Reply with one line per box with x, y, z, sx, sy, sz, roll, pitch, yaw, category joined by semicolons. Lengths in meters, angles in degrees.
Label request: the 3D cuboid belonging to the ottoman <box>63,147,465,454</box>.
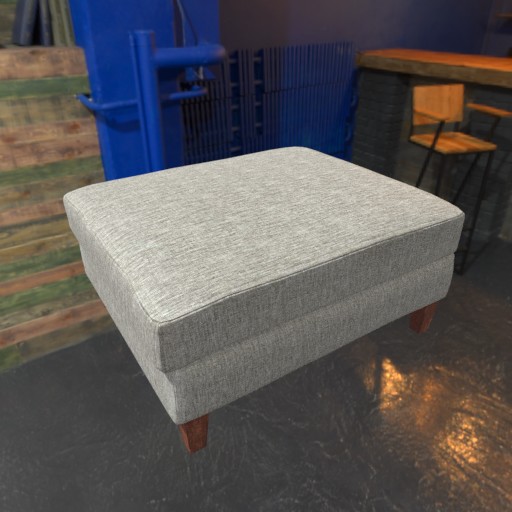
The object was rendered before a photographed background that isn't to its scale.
0.000;0.000;1.465;0.994;0.492;0.839;-18;34;-28;ottoman
